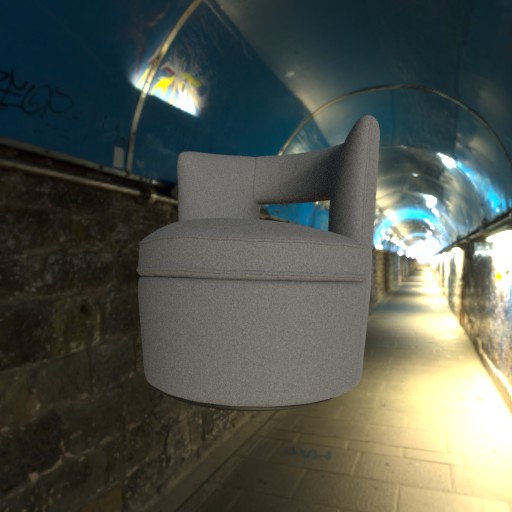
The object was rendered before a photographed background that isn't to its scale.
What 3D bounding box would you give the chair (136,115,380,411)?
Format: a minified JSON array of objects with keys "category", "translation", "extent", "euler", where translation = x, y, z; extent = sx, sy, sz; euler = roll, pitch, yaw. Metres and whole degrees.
[{"category":"chair","translation":[0.000,0.000,1.287],"extent":[0.689,0.719,0.660],"euler":[0,0,36]}]
